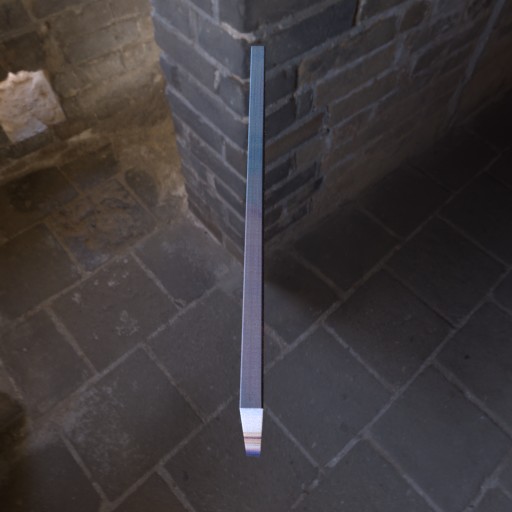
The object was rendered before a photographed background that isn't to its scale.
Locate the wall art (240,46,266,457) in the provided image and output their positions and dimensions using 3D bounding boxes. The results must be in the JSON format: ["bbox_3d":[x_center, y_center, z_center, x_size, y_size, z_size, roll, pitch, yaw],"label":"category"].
[{"bbox_3d":[0.000,0.000,1.178,0.037,0.605,0.911,1,59,0],"label":"wall art"}]
